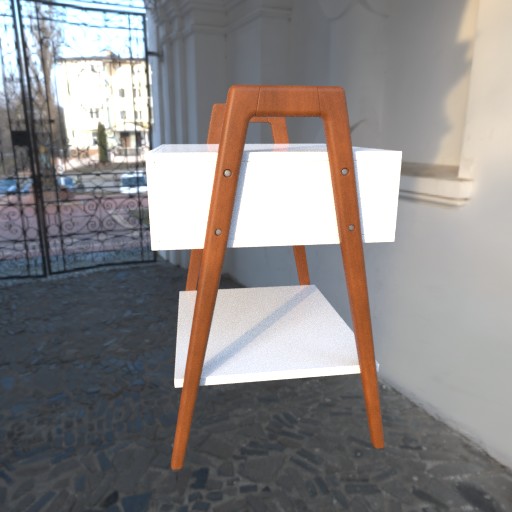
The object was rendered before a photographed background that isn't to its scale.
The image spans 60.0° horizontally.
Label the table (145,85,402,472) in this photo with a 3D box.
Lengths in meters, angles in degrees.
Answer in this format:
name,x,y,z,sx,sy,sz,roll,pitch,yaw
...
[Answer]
name,x,y,z,sx,sy,sz,roll,pitch,yaw
table,0.000,0.000,0.900,0.405,0.610,0.457,-2,16,-8
